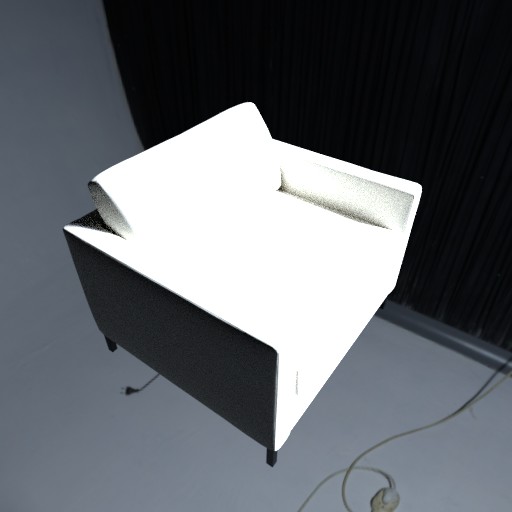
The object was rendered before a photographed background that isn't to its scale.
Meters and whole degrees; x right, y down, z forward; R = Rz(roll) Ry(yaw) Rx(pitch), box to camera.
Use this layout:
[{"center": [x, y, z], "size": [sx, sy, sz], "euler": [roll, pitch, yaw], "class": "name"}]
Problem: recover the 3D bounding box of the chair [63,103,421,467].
[{"center": [0.000, 0.000, 1.643], "size": [0.875, 0.806, 0.964], "euler": [25, 46, 27], "class": "chair"}]
